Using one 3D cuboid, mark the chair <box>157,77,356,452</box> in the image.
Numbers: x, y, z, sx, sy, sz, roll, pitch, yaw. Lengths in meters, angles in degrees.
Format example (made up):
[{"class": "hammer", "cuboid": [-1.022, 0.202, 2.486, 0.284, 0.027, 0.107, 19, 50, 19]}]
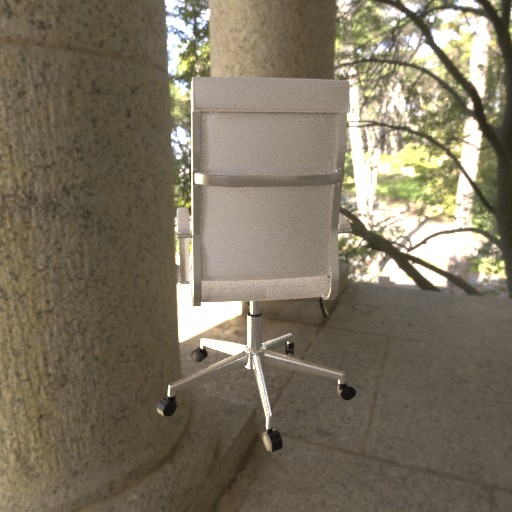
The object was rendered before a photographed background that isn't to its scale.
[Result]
[{"class": "chair", "cuboid": [0.000, 0.000, 1.645, 0.766, 1.149, 0.739, -2, 14, -8]}]
